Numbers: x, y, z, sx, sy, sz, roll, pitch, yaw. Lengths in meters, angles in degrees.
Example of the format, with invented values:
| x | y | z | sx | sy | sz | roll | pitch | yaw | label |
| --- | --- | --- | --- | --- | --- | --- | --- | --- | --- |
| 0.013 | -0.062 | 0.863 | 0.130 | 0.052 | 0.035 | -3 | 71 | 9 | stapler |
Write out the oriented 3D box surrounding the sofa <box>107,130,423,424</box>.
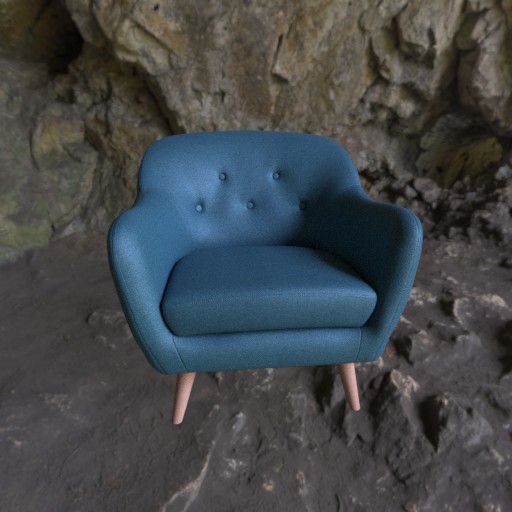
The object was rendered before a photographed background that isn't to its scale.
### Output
| x | y | z | sx | sy | sz | roll | pitch | yaw | label |
| --- | --- | --- | --- | --- | --- | --- | --- | --- | --- |
| 0.000 | 0.000 | 1.527 | 0.836 | 0.817 | 0.825 | -2 | 17 | -6 | sofa |
